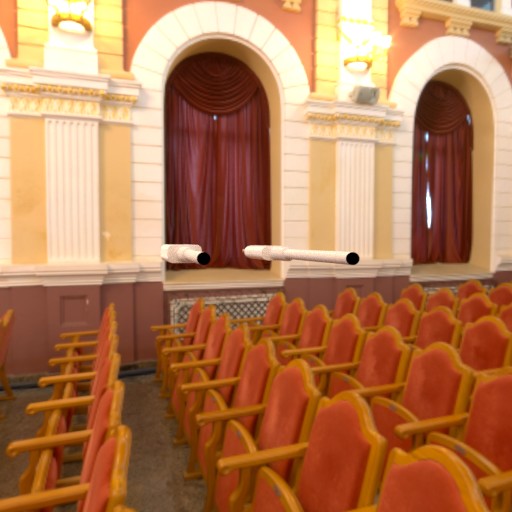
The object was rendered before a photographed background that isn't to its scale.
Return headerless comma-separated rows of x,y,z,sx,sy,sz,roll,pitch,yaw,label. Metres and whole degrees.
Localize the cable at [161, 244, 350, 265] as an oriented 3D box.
0.000,0.000,0.117,0.040,0.006,0.098,-1,2,-18,cable
